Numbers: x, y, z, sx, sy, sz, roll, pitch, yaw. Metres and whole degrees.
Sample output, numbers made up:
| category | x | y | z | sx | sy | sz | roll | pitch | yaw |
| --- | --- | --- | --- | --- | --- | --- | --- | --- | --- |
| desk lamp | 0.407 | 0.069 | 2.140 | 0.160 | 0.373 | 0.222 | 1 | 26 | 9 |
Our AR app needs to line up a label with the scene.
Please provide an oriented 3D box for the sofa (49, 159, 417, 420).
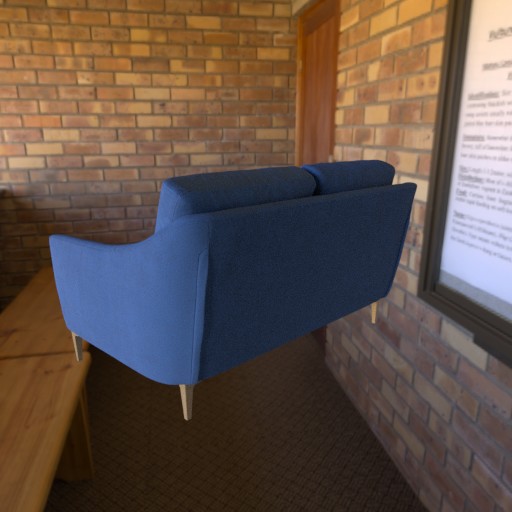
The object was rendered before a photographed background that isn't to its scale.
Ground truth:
| category | x | y | z | sx | sy | sz | roll | pitch | yaw |
| --- | --- | --- | --- | --- | --- | --- | --- | --- | --- |
| sofa | 0.000 | 0.000 | 2.171 | 1.619 | 0.902 | 0.960 | -14 | 21 | -41 |
